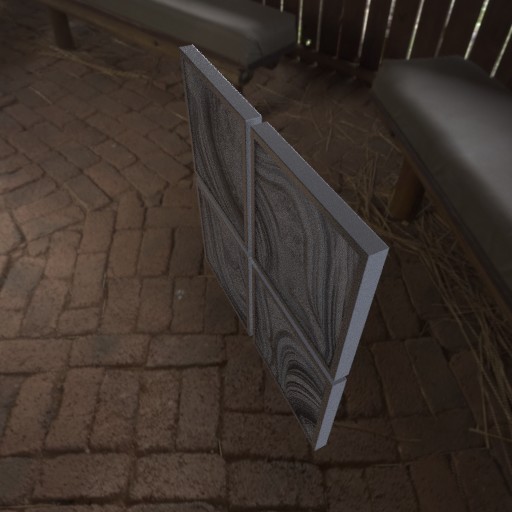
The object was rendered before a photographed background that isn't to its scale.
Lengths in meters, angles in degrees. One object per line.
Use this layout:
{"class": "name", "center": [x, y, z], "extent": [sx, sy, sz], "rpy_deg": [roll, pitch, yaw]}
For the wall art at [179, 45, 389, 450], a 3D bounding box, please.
{"class": "wall art", "center": [0.000, 0.000, 0.902], "extent": [0.029, 0.611, 0.611], "rpy_deg": [-20, 51, -18]}
